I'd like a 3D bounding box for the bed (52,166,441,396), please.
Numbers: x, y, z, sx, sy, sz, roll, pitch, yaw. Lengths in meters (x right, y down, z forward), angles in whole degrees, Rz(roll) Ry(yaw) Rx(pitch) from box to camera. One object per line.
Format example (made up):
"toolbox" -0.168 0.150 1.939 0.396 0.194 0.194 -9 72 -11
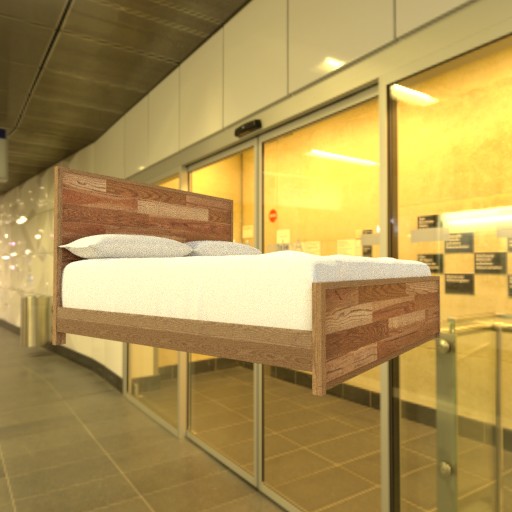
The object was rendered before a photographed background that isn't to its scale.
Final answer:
"bed" 0.000 0.000 3.394 2.184 1.295 2.013 -1 -2 36
